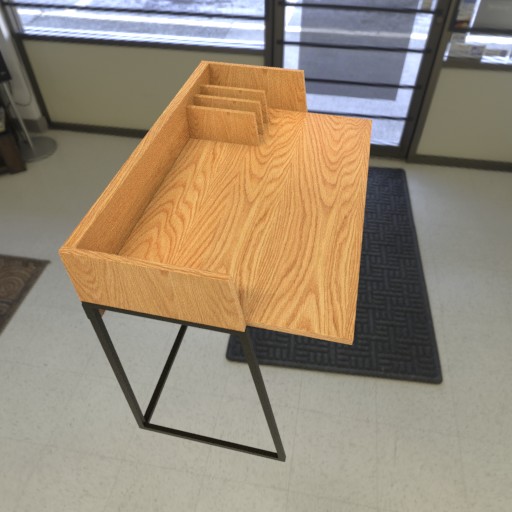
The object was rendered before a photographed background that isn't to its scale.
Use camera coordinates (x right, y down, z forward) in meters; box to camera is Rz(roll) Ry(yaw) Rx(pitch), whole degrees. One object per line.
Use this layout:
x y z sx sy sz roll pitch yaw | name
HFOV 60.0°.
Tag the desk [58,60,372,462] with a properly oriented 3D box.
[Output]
0.000 0.000 1.836 0.769 1.061 1.191 9 47 9 | desk
